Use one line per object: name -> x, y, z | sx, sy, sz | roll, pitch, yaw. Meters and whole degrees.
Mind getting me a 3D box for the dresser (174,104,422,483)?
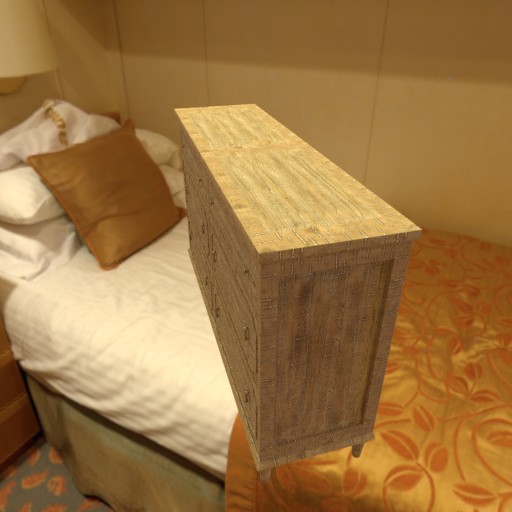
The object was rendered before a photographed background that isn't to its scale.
dresser -> 0.000, 0.000, 2.063 | 0.457, 1.016, 1.626 | -8, 32, -14
